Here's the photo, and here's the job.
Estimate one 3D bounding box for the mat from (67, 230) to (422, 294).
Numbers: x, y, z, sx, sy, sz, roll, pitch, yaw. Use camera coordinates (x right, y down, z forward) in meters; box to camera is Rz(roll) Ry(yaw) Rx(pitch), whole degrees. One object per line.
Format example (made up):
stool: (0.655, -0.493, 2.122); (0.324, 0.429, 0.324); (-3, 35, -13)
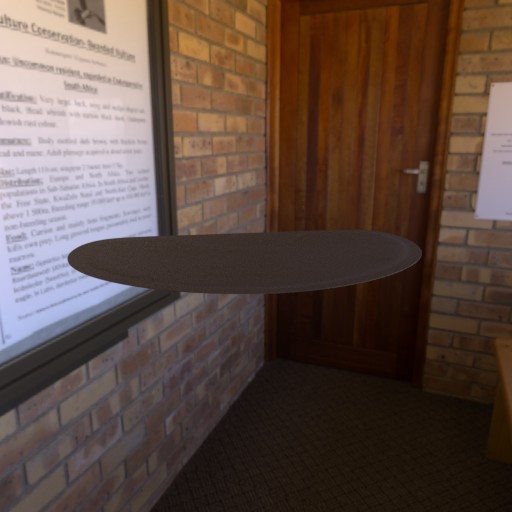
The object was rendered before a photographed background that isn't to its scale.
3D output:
mat: (0.000, 0.000, 1.815); (1.524, 0.013, 0.913); (-2, 15, -9)
